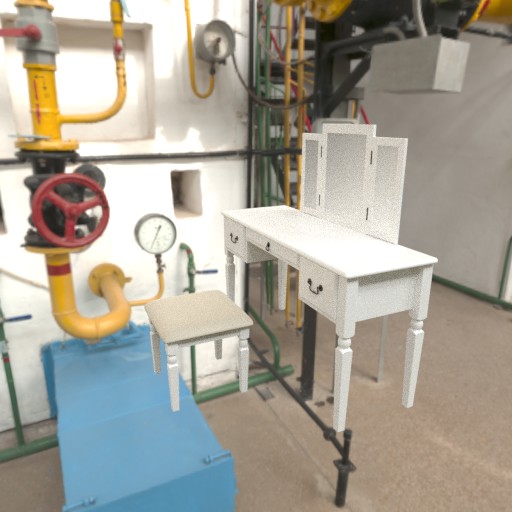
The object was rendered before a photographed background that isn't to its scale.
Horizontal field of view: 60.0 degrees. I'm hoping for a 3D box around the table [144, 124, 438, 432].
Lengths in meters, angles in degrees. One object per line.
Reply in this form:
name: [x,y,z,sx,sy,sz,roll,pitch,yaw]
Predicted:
table: [0.000,0.000,2.309,1.115,1.310,1.369,-8,19,-24]
